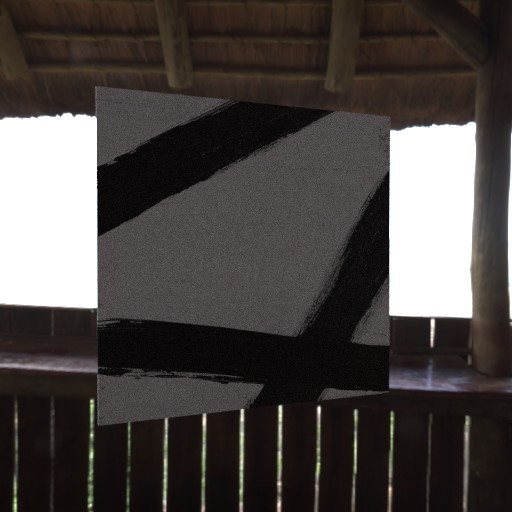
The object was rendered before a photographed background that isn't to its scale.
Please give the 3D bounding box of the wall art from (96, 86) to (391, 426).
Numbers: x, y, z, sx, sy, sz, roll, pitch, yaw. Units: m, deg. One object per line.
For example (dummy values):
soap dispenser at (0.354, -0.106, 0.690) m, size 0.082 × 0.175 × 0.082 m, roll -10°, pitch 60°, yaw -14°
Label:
wall art at (0.000, 0.000, 1.134) m, size 0.765 × 0.765 × 0.046 m, roll 0°, pitch 1°, yaw -18°
